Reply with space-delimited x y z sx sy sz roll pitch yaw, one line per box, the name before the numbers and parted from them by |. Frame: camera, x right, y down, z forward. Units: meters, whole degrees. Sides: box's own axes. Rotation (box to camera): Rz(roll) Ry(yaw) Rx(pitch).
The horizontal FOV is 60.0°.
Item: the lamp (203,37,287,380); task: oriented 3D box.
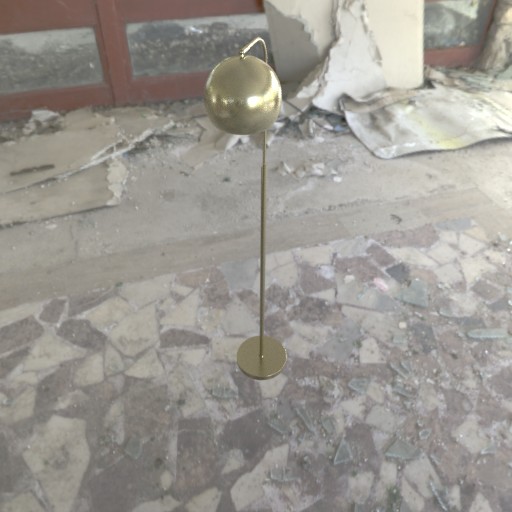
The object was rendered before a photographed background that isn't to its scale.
lamp | 0.000 0.000 1.667 0.250 1.526 0.431 12 42 13
